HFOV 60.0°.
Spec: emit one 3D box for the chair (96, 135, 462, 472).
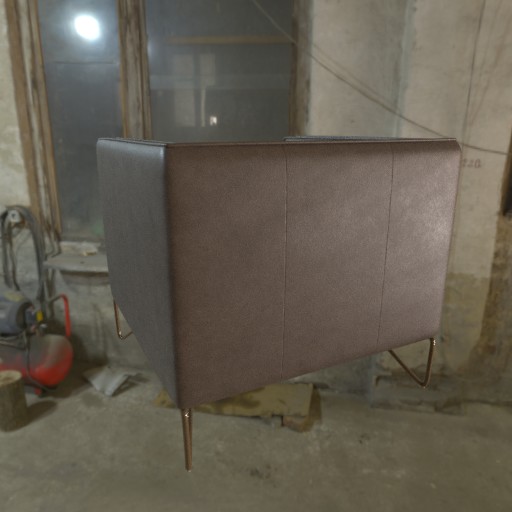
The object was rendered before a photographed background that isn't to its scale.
[{"bbox_3d":[0.000,0.000,1.519,0.880,0.790,0.894,-8,18,-26],"label":"chair"}]
